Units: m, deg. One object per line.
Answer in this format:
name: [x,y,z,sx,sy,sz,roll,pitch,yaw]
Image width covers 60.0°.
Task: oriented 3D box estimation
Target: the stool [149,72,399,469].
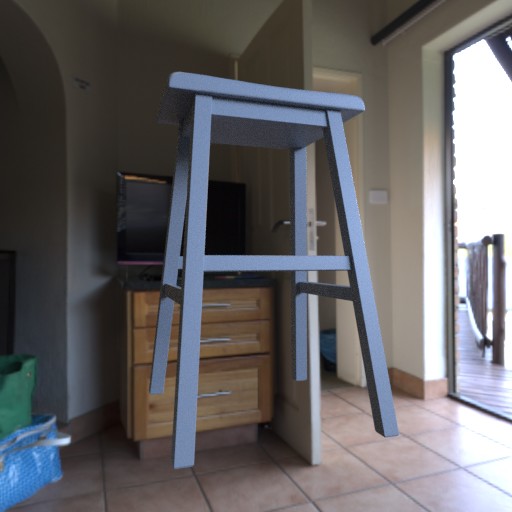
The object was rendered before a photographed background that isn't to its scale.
stool: [0.000,0.000,1.061,0.457,0.737,0.476,0,-1,-19]
